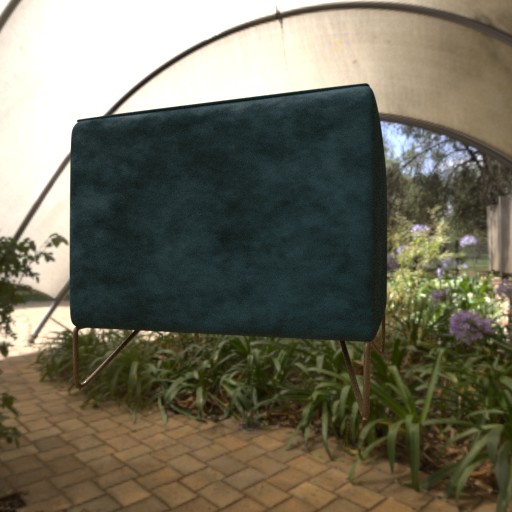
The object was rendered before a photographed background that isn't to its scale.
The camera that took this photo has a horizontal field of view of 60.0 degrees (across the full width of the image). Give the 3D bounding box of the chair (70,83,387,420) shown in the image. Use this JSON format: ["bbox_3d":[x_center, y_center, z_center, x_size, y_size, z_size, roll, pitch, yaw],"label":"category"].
[{"bbox_3d":[0.000,0.000,1.560,0.880,0.790,0.894,0,-2,18],"label":"chair"}]
